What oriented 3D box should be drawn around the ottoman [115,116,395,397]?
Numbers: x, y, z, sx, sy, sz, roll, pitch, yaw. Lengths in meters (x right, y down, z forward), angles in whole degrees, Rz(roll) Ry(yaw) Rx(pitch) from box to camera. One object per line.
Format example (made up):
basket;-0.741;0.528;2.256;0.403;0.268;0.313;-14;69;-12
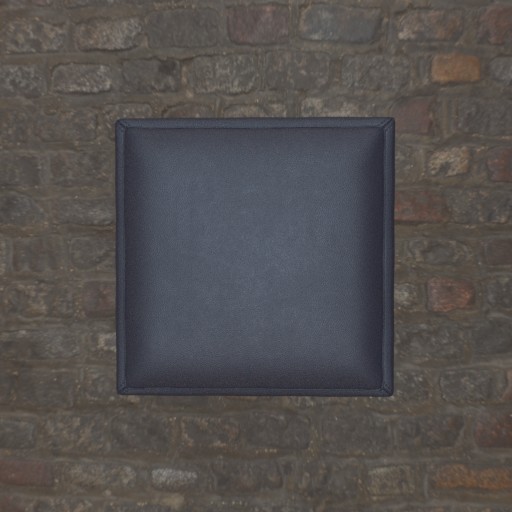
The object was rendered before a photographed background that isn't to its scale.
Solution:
ottoman;0.000;0.000;0.840;0.450;0.460;0.451;0;91;1
